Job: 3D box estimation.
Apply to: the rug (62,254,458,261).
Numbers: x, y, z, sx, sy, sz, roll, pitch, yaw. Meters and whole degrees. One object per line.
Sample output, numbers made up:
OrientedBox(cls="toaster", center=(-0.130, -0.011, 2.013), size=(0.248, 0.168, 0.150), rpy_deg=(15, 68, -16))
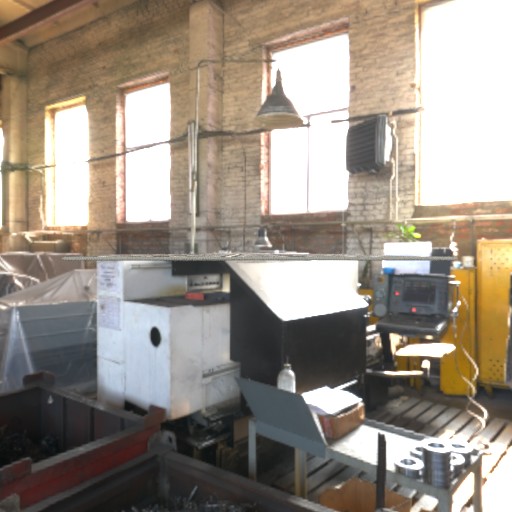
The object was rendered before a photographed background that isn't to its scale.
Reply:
OrientedBox(cls="rug", center=(0.000, 0.000, 2.839), size=(1.528, 0.014, 2.294), rpy_deg=(0, 1, -1))
